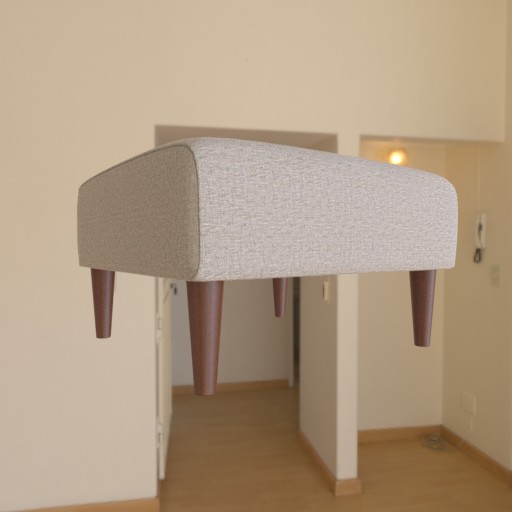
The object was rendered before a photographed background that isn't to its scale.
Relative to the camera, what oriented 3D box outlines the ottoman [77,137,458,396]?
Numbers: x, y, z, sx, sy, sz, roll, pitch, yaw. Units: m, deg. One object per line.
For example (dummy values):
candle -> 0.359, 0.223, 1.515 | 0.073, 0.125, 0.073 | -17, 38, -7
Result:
ottoman -> 0.000, 0.000, 1.032 | 0.655, 0.399, 0.648 | -1, 1, -36
